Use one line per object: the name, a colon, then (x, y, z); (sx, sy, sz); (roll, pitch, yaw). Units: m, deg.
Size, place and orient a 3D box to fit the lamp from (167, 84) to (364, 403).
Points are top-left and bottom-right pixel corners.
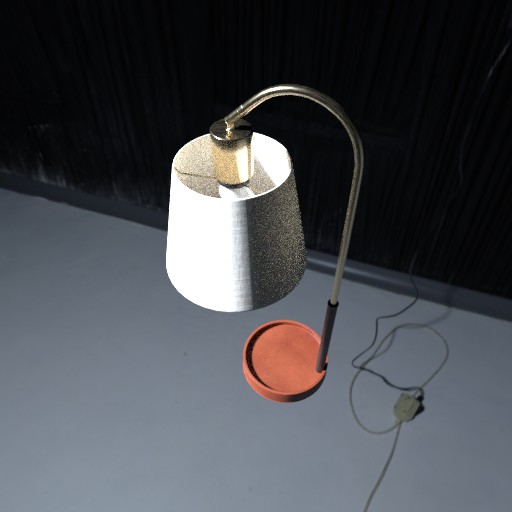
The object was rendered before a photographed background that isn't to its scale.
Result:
lamp: (0.000, 0.000, 0.654); (0.273, 0.536, 0.211); (17, 48, 15)
